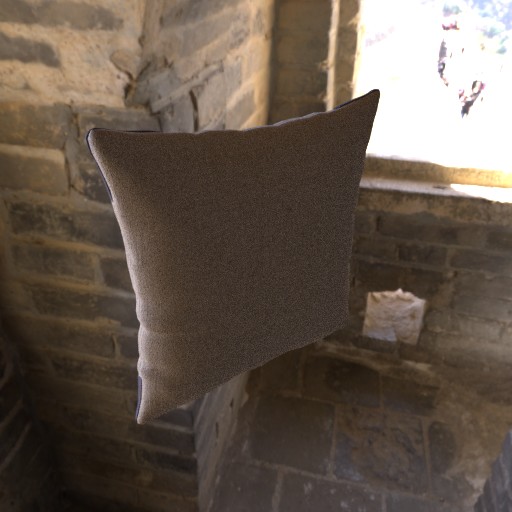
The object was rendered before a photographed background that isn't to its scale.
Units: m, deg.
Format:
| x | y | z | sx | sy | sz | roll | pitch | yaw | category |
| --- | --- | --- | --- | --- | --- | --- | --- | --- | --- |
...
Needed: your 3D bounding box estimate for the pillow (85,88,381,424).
| x | y | z | sx | sy | sz | roll | pitch | yaw | category |
| --- | --- | --- | --- | --- | --- | --- | --- | --- | --- |
| 0.000 | 0.000 | 0.668 | 0.440 | 0.441 | 0.147 | -19 | 35 | -30 | pillow |
